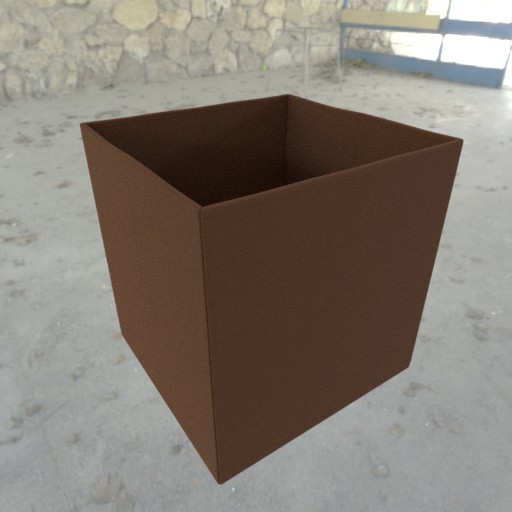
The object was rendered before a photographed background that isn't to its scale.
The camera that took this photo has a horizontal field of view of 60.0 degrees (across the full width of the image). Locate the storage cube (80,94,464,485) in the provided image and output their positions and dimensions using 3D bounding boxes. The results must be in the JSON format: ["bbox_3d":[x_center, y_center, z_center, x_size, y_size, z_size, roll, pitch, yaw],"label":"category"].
[{"bbox_3d":[0.000,0.000,0.491,0.270,0.280,0.270,-19,36,-29],"label":"storage cube"}]
